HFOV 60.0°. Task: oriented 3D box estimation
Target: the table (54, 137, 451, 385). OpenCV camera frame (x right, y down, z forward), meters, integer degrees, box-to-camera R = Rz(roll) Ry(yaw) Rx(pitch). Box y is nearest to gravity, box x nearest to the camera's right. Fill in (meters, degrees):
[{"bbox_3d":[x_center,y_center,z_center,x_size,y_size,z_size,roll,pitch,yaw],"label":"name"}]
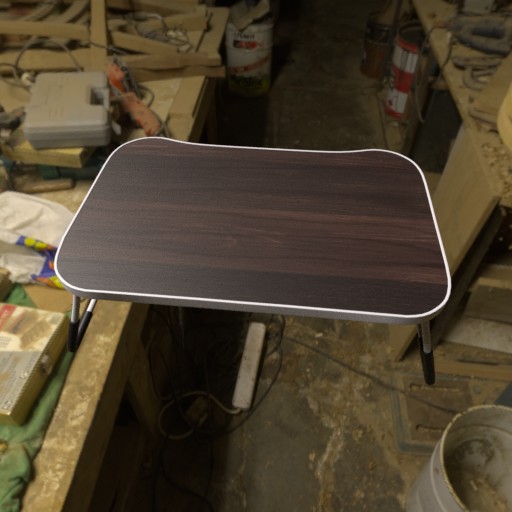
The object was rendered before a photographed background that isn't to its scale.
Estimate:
[{"bbox_3d":[0.000,0.000,0.830,0.660,0.232,0.400,4,47,4],"label":"table"}]
